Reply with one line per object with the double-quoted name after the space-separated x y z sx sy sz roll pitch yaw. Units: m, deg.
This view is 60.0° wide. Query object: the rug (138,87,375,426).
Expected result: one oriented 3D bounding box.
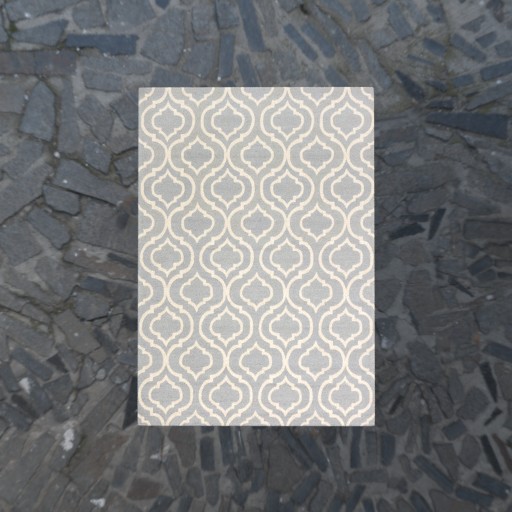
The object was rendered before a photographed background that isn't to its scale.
0.000 0.000 2.726 1.451 0.010 2.080 0 89 0 "rug"
